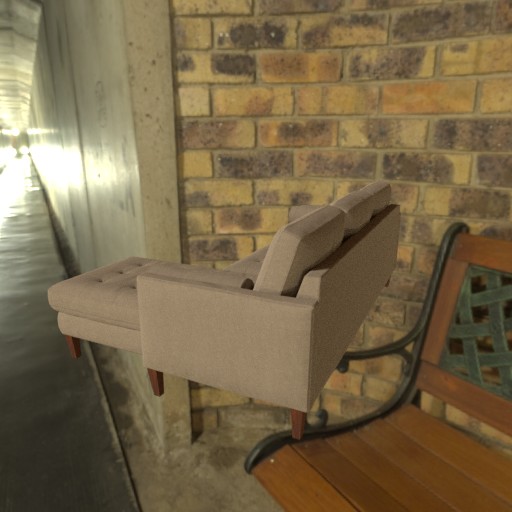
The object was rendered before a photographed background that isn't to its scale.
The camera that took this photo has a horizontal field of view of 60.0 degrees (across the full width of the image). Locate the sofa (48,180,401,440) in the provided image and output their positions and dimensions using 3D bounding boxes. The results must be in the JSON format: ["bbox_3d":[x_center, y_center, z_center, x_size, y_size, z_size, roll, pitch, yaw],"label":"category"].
[{"bbox_3d":[0.000,0.000,2.908,1.506,0.875,2.178,7,17,25],"label":"sofa"}]
